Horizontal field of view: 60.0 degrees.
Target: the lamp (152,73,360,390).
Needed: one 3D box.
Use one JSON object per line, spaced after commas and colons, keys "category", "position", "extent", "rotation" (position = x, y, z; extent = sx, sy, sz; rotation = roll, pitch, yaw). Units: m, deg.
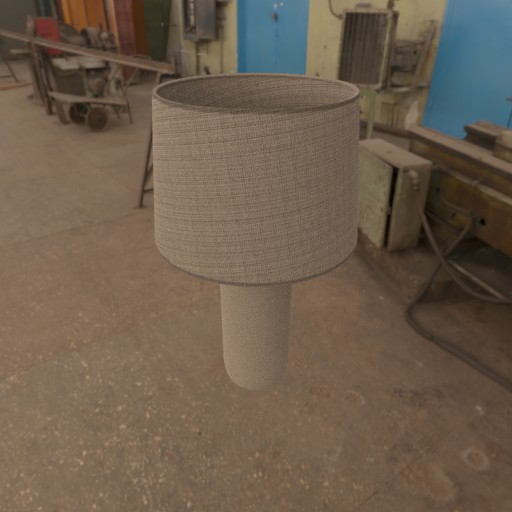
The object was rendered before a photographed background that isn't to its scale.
{"category": "lamp", "position": [0.000, 0.000, 0.845], "extent": [0.367, 0.609, 0.367], "rotation": [0, 30, 0]}
